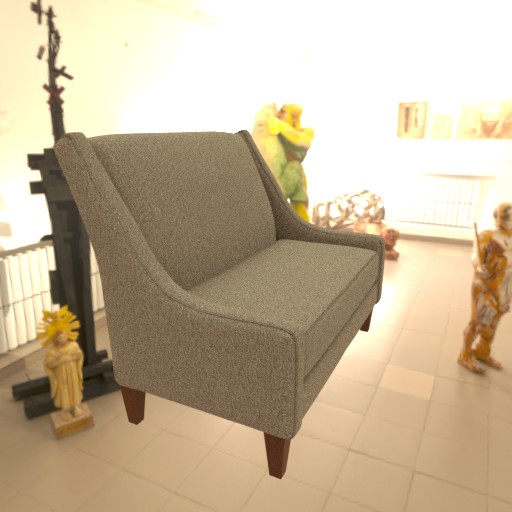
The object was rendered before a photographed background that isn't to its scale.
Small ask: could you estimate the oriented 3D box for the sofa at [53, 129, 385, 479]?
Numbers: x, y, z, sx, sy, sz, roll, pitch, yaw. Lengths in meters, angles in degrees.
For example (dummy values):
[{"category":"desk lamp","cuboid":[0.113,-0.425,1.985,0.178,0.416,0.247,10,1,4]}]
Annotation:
[{"category":"sofa","cuboid":[0.000,0.000,1.883,0.862,1.026,1.242,8,18,26]}]
